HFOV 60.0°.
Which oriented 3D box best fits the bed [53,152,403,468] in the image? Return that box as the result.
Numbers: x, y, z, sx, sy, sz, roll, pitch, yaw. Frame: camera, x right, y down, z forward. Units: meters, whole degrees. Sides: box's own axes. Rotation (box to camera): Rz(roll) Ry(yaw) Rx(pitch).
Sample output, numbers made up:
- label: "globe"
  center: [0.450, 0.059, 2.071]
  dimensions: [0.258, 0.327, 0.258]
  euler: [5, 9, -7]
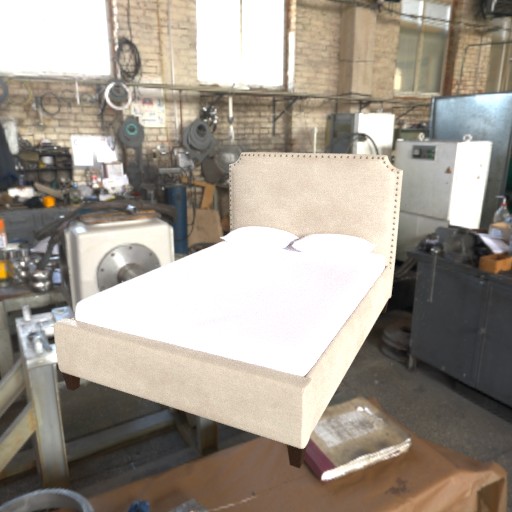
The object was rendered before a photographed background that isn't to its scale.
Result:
- label: "bed"
  center: [0.000, 0.000, 3.365]
  dimensions: [1.712, 1.443, 2.372]
  euler: [7, 17, 25]
